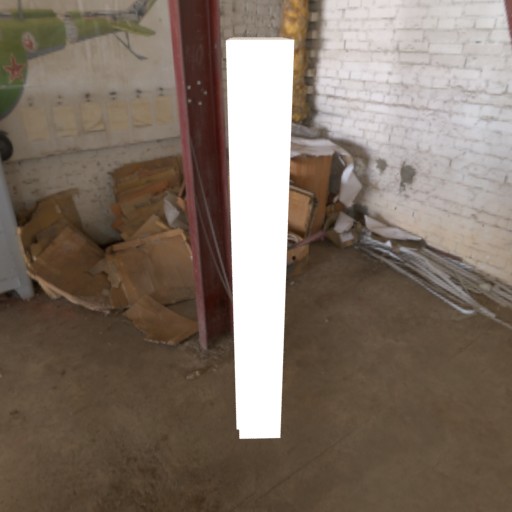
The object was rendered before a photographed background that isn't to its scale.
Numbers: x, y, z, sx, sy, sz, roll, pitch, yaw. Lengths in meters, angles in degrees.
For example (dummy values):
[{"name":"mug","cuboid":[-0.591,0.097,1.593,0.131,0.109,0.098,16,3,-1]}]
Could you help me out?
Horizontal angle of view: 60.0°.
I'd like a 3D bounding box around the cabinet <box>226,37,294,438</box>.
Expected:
[{"name":"cabinet","cuboid":[0.000,0.000,2.032,0.230,1.790,0.500,-1,27,-1]}]
